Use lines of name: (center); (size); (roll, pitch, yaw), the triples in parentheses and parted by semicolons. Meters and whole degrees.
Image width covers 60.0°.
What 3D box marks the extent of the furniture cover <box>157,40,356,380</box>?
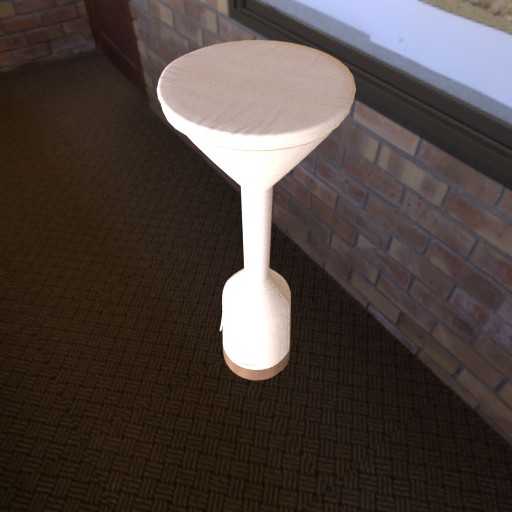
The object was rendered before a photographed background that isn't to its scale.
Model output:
furniture cover: (0.000, 0.000, 2.930); (0.914, 2.413, 0.914); (17, 50, 15)
